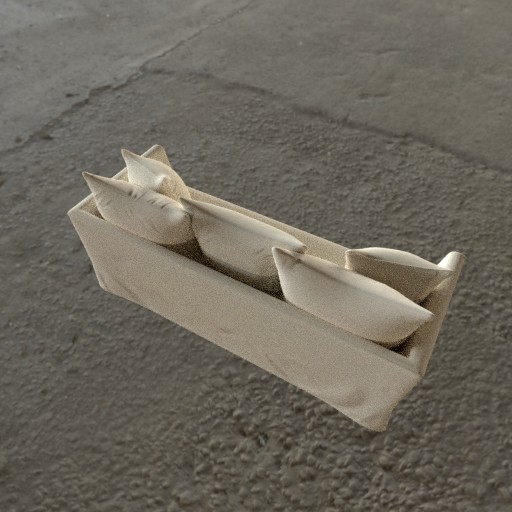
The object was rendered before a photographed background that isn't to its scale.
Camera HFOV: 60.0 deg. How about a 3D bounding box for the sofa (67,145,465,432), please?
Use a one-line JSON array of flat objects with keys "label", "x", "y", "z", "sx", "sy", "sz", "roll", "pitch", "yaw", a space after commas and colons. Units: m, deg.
[{"label": "sofa", "x": 0.000, "y": 0.000, "z": 3.082, "sx": 2.484, "sy": 1.042, "sz": 1.030, "roll": 23, "pitch": 51, "yaw": 20}]
